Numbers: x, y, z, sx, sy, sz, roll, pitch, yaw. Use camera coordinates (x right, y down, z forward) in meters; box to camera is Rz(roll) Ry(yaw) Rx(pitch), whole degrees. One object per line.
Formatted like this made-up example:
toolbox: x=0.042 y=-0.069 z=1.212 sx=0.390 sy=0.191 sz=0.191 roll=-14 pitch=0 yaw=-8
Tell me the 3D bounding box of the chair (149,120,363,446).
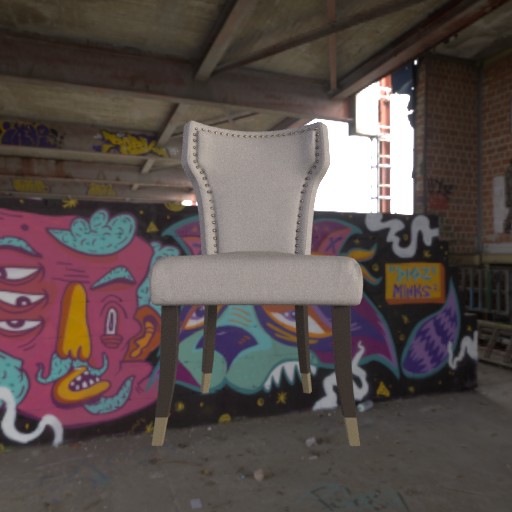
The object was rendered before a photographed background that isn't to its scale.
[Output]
chair: x=0.000 y=0.000 z=1.366 sx=0.526 sy=0.950 sz=0.630 roll=0 pitch=-1 yaw=0
